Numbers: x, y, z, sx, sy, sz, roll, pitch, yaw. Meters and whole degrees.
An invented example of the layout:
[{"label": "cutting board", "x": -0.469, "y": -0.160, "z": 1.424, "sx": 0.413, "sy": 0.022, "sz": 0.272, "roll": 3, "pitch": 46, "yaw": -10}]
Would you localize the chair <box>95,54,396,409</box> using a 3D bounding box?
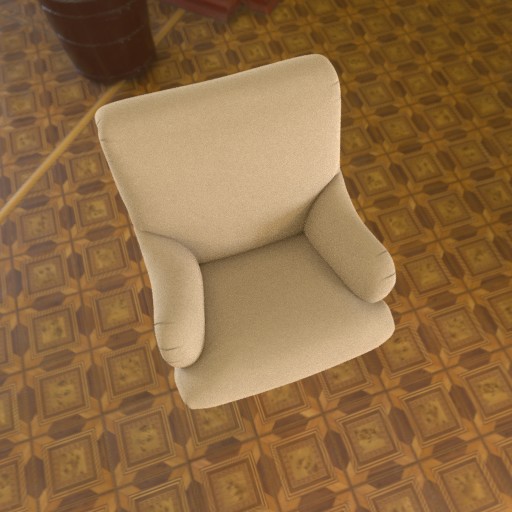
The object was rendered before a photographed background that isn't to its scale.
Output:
[{"label": "chair", "x": 0.000, "y": 0.000, "z": 1.542, "sx": 0.766, "sy": 0.942, "sz": 0.842, "roll": -17, "pitch": 65, "yaw": -8}]
